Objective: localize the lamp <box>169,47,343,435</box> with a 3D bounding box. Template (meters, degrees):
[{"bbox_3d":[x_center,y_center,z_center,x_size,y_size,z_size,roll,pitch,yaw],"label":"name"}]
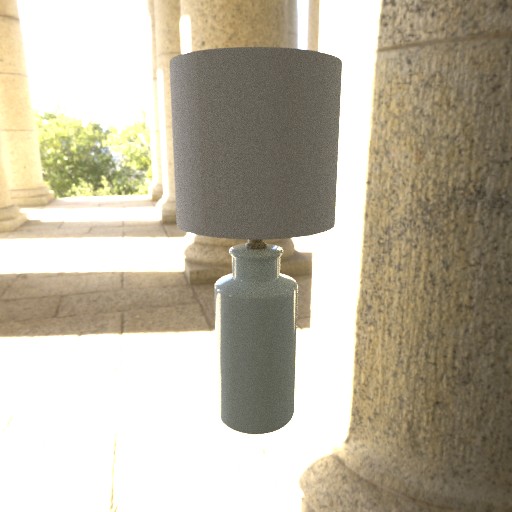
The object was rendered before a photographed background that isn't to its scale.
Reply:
[{"bbox_3d":[0.000,0.000,0.613,0.212,0.493,0.212,-14,20,-43],"label":"lamp"}]
